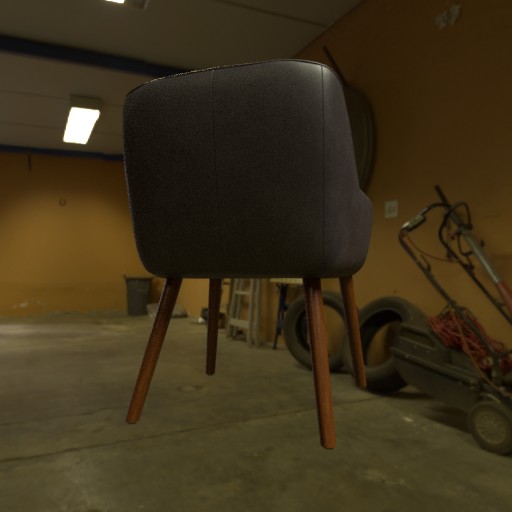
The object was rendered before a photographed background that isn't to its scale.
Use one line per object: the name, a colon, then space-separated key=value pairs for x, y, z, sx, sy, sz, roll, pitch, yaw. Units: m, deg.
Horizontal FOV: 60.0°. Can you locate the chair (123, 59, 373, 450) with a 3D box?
chair: x=0.000 y=0.000 z=1.250 sx=0.610 sy=0.828 sz=0.610 roll=-1 pitch=-2 yaw=18
